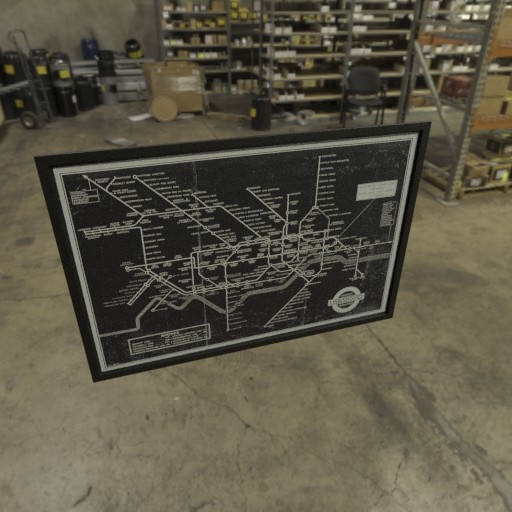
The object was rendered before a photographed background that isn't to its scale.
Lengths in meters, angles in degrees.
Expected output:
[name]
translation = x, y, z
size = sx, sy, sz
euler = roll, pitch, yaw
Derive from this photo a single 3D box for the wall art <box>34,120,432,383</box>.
[wall art]
translation = 0.000, 0.000, 1.494
size = 1.192, 0.811, 0.013
euler = -9, 32, -15
